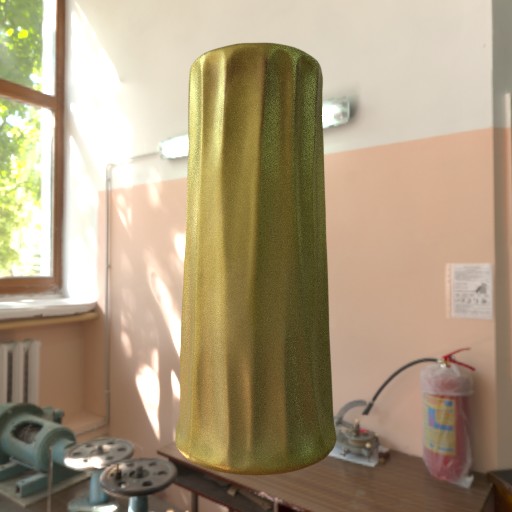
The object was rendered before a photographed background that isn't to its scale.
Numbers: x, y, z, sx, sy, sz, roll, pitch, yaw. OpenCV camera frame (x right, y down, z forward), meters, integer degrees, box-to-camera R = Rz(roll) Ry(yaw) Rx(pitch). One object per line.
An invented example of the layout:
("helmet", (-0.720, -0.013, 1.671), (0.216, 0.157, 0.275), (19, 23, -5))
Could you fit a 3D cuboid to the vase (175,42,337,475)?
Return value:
("vase", (0.000, 0.000, 0.172), (0.061, 0.143, 0.061), (0, -1, 0))
